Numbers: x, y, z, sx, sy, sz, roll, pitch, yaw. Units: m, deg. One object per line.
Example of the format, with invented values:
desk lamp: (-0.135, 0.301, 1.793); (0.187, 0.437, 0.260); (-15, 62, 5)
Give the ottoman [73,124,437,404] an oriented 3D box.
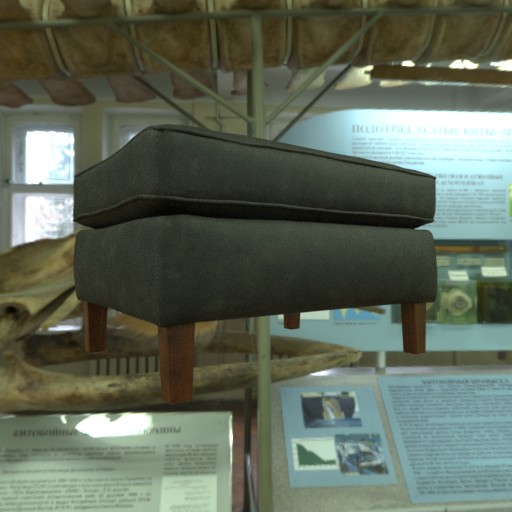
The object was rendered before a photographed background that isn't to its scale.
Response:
ottoman: (0.000, 0.000, 0.956); (0.665, 0.413, 0.501); (0, -1, -35)
